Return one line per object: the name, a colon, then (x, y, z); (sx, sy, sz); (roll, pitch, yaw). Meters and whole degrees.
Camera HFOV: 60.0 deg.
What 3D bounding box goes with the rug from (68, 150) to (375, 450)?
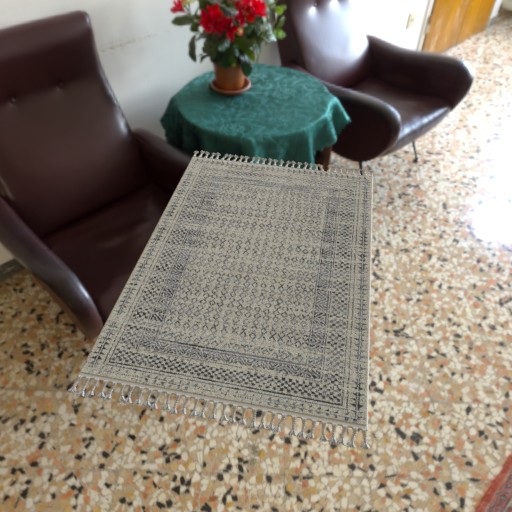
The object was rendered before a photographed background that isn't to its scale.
rug: (0.000, 0.000, 2.385); (1.243, 0.013, 1.872); (8, 46, 8)
